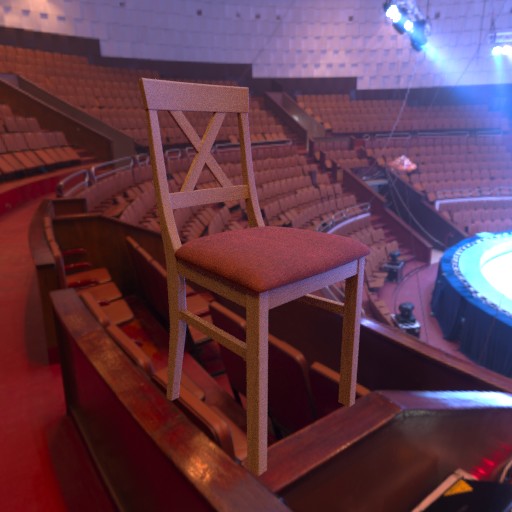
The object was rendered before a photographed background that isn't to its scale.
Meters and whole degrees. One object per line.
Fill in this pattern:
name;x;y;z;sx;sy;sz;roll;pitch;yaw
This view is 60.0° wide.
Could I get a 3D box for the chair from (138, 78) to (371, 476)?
chair;0.000;0.000;1.211;0.492;0.912;0.439;15;22;43
